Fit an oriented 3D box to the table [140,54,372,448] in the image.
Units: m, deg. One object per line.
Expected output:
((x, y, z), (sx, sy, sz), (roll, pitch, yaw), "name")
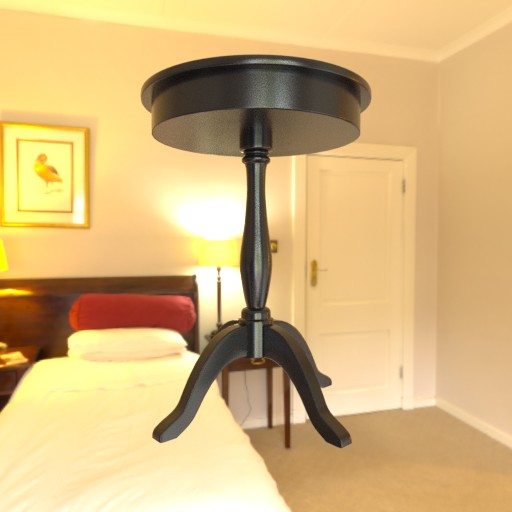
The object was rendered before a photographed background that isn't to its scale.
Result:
((0.000, 0.000, 0.958), (0.481, 0.665, 0.481), (0, 2, 0), "table")
